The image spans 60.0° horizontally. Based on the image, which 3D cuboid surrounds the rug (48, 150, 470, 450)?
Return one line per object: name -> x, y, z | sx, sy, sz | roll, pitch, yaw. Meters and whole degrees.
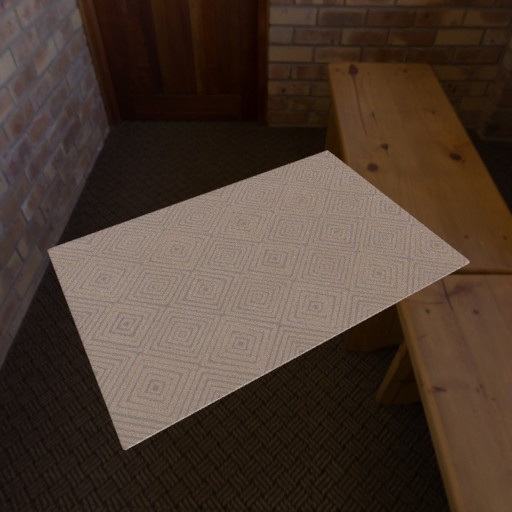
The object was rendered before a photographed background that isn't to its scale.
rug -> 0.000, 0.000, 2.193 | 1.753, 0.008, 1.143 | -23, 50, -21
